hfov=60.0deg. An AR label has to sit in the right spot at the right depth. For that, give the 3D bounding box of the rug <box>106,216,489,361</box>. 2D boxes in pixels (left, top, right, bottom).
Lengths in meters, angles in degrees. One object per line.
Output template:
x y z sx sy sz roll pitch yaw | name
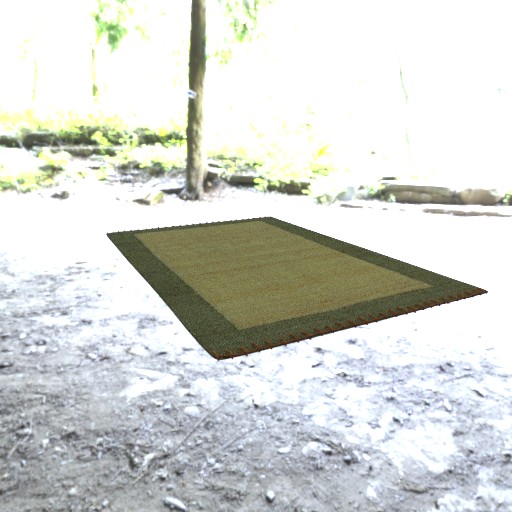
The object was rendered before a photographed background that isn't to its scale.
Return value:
0.000 0.000 2.305 1.220 0.019 1.838 -8 18 -26 | rug
